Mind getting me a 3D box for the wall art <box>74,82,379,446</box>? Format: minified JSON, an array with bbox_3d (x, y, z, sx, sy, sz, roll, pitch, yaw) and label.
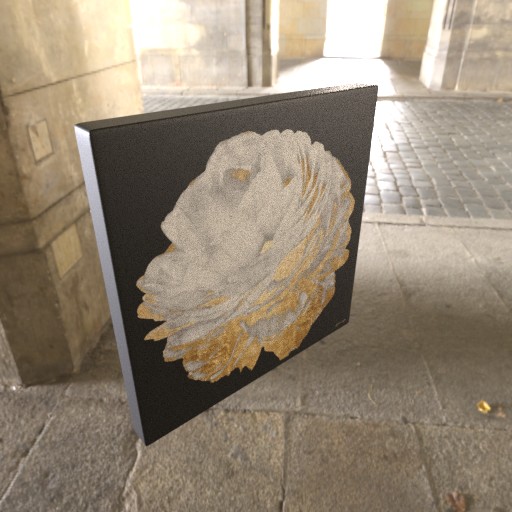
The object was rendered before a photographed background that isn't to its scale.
[{"bbox_3d":[0.000,0.000,0.602,0.406,0.407,0.041,-22,36,-34],"label":"wall art"}]
